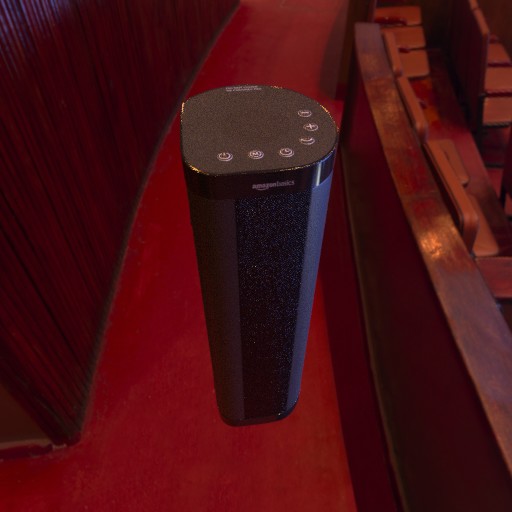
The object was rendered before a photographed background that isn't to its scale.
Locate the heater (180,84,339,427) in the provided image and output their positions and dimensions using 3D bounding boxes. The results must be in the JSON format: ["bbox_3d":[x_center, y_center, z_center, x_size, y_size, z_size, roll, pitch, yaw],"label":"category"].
[{"bbox_3d":[0.000,0.000,0.703,0.174,0.552,0.312,-5,47,-5],"label":"heater"}]
